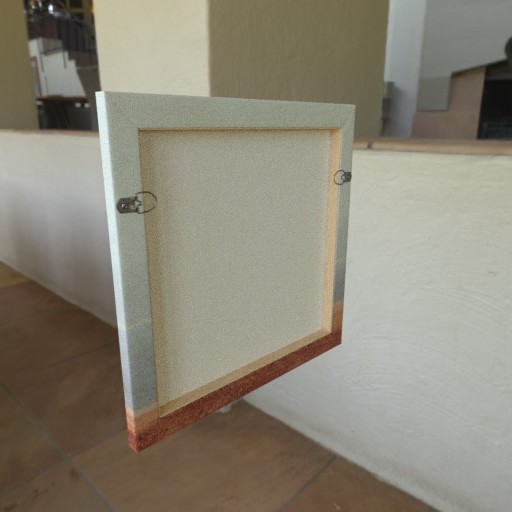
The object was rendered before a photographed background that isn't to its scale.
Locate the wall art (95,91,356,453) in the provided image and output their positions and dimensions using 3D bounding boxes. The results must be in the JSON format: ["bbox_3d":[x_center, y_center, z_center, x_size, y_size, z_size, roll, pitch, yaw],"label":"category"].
[{"bbox_3d":[0.000,0.000,0.609,0.405,0.405,0.023,-15,22,-41],"label":"wall art"}]
